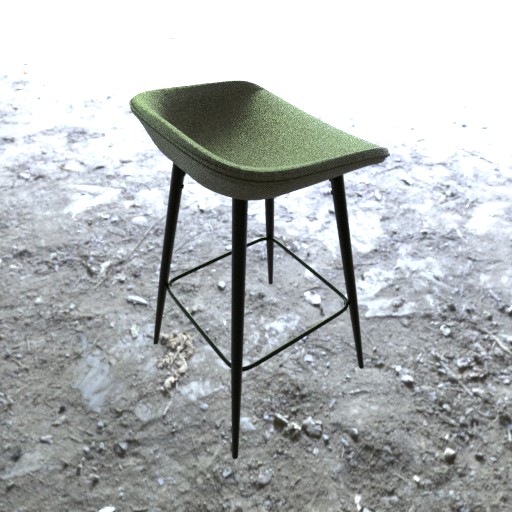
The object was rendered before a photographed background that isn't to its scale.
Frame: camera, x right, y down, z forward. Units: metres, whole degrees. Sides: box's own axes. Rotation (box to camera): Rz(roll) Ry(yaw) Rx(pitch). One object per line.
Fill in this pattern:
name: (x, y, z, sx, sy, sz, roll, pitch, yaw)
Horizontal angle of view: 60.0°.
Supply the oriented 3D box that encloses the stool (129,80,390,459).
stool: (0.000, 0.000, 1.121, 0.480, 0.814, 0.469, -26, 47, -26)
